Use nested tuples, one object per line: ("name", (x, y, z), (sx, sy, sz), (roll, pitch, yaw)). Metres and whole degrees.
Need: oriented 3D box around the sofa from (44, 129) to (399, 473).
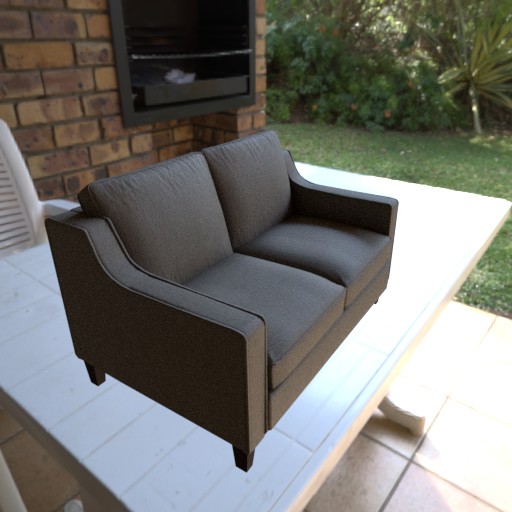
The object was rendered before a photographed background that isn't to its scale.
("sofa", (0.000, 0.000, 2.174), (0.985, 0.981, 1.503), (16, 31, 30))
